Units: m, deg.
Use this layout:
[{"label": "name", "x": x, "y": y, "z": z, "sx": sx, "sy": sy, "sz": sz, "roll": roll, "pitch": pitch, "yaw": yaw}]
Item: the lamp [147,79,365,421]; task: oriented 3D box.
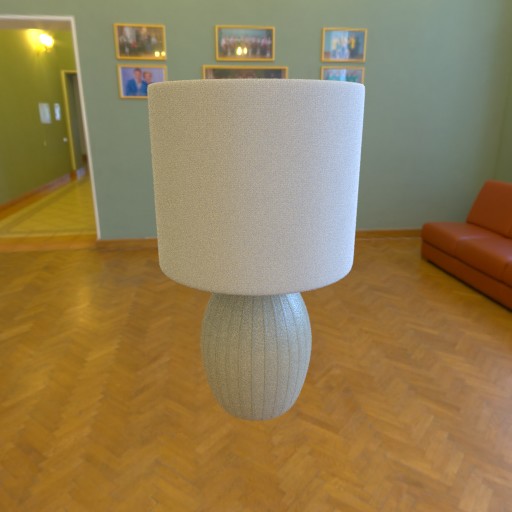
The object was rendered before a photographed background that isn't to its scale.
[{"label": "lamp", "x": 0.000, "y": 0.000, "z": 0.768, "sx": 0.329, "sy": 0.570, "sz": 0.329, "roll": -3, "pitch": 18, "yaw": -9}]
